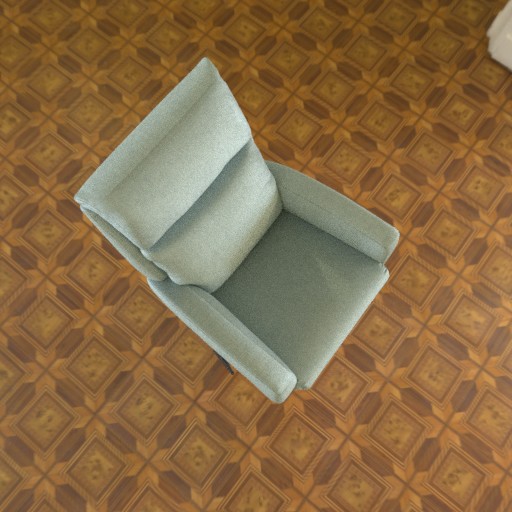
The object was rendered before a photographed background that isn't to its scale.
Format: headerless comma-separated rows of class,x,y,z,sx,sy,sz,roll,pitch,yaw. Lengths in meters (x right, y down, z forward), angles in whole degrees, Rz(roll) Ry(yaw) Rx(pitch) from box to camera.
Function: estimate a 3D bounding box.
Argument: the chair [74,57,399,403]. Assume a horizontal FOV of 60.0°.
chair,0.000,0.000,1.701,0.940,1.013,0.812,37,78,9
